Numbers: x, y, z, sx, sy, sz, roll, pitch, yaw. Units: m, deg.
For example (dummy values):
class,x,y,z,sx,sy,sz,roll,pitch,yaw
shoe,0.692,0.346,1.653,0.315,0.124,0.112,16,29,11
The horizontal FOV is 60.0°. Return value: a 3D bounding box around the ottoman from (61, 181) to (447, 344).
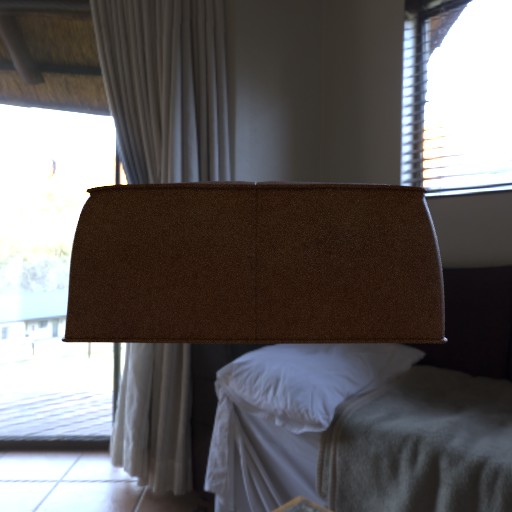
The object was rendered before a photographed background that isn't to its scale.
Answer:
class,x,y,z,sx,sy,sz,roll,pitch,yaw
ottoman,0.000,0.000,1.399,0.901,0.395,0.902,0,-1,1
